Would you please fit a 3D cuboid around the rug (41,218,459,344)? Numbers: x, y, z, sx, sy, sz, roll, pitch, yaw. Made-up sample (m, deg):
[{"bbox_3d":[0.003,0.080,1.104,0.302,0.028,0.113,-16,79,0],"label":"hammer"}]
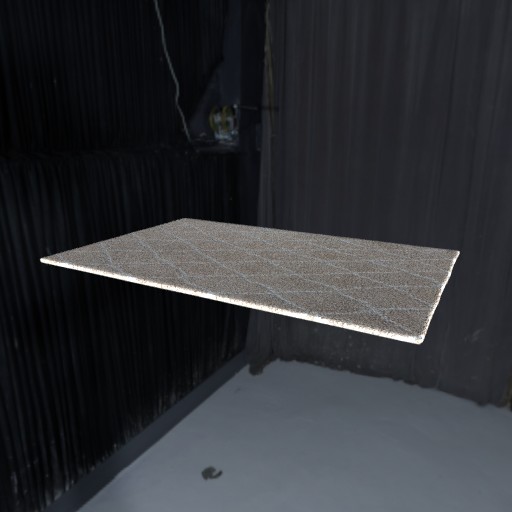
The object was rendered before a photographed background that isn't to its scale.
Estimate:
[{"bbox_3d":[0.000,0.000,3.440,2.743,0.030,1.778,9,18,28],"label":"rug"}]
